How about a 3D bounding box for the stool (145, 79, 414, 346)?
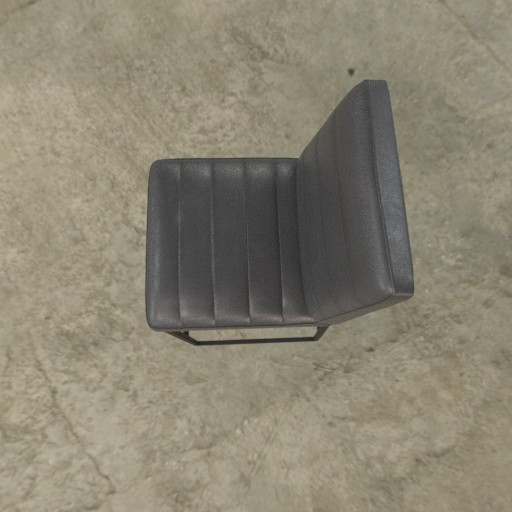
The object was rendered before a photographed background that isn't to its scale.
[{"bbox_3d":[0.000,0.000,1.312,0.552,1.040,0.457,-2,75,-1],"label":"stool"}]
